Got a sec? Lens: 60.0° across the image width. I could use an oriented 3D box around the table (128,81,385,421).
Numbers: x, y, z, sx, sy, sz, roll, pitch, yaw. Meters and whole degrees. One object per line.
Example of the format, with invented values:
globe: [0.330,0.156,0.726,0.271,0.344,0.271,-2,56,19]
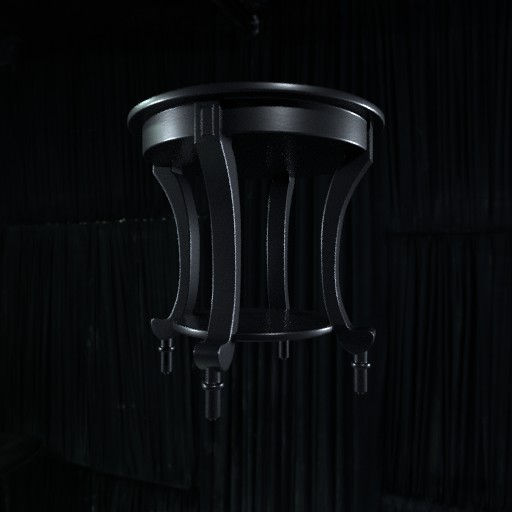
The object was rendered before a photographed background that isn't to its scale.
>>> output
table: [0.000,0.000,1.075,0.597,0.618,0.597,0,1,0]
